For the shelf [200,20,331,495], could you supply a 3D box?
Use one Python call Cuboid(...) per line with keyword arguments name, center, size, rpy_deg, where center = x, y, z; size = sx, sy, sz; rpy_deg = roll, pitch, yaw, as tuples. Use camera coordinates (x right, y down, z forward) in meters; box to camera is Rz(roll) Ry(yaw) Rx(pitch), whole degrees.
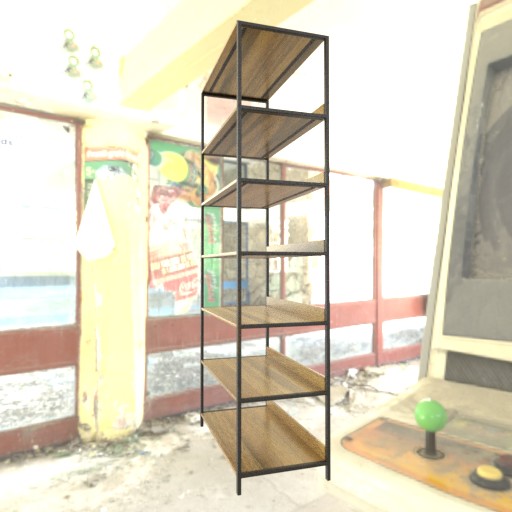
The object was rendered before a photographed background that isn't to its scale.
Cuboid(name="shelf", center=(0.000, 0.000, 2.334), size=(0.431, 2.015, 0.847), rpy_deg=(0, -1, -18))
